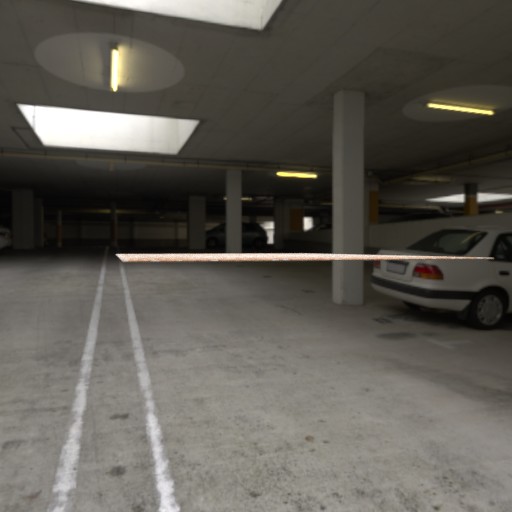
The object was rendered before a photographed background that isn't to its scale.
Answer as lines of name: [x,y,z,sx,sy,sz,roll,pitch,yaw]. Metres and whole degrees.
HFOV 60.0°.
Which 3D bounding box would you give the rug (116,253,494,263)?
rug: [0.000,0.000,4.099,2.441,0.011,3.050,0,1,-18]
